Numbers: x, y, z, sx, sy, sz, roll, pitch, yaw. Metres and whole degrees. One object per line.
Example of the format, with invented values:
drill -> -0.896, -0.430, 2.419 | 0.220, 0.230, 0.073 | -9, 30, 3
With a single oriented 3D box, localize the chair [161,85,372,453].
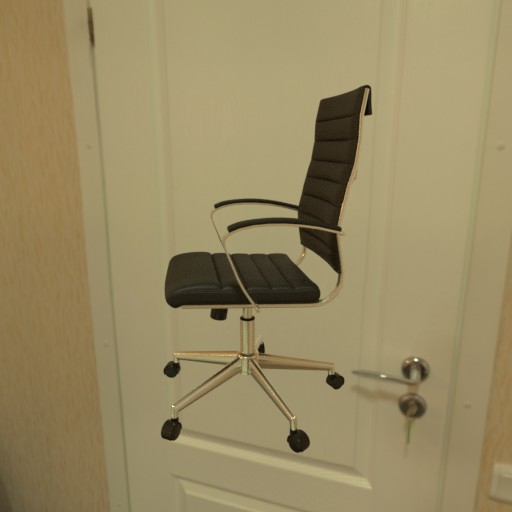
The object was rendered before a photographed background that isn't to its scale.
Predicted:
chair -> 0.000, 0.000, 1.639 | 0.739, 1.149, 0.766 | -2, 14, -9
